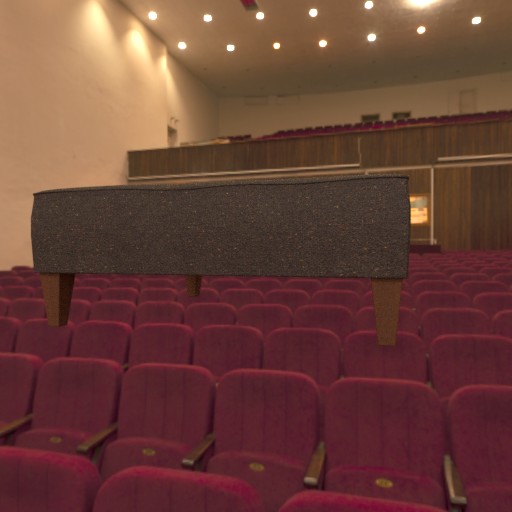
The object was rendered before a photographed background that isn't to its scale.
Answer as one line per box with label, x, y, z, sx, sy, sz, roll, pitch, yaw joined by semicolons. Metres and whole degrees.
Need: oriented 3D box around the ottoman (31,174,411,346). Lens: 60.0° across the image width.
ottoman;0.000;0.000;1.524;0.968;0.382;1.004;0;0;17
